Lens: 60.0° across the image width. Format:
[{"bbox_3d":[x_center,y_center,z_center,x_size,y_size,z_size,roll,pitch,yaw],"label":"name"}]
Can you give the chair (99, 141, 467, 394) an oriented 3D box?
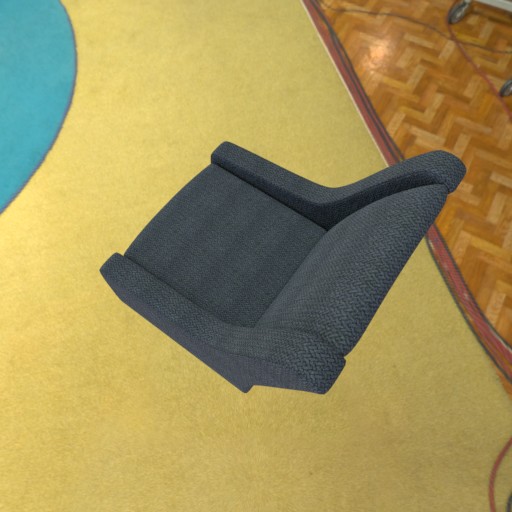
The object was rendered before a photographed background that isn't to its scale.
[{"bbox_3d":[0.000,0.000,1.673,0.944,1.012,0.793,33,68,15],"label":"chair"}]
